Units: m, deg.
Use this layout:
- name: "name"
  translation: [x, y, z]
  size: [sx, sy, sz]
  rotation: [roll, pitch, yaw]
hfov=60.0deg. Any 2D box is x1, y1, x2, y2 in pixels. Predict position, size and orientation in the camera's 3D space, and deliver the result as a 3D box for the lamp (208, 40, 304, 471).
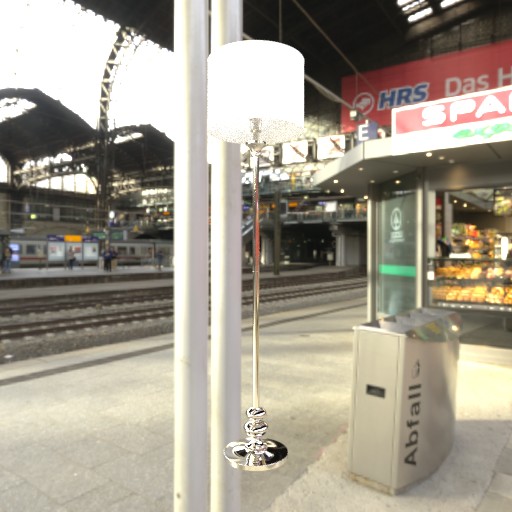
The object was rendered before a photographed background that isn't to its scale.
- name: "lamp"
  translation: [0.000, 0.000, 1.652]
  size: [0.356, 1.487, 0.356]
  rotation: [0, 0, 36]
